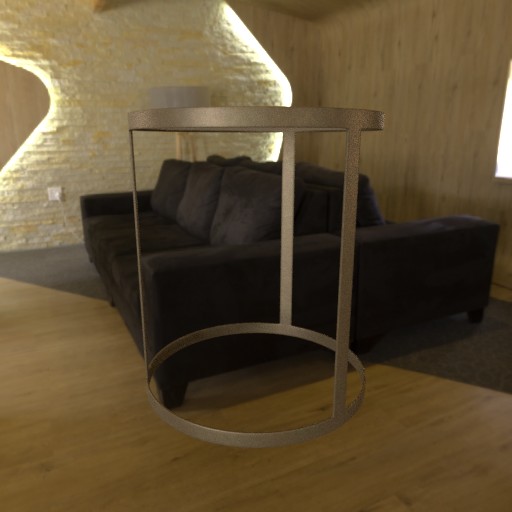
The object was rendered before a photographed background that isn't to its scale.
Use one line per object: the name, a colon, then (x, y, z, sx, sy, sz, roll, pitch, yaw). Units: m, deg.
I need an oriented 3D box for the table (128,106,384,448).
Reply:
table: (0.000, 0.000, 0.931, 0.480, 0.565, 0.480, 0, 15, 0)
